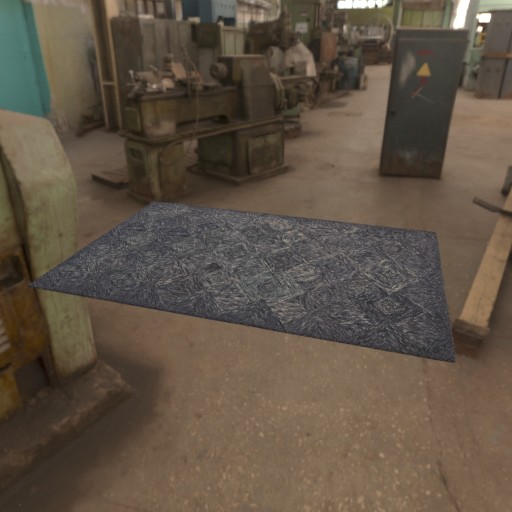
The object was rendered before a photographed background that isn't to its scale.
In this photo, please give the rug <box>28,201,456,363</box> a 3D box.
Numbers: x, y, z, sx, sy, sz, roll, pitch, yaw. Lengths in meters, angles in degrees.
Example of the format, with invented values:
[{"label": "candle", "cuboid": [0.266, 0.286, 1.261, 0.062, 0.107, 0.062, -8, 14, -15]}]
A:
[{"label": "rug", "cuboid": [0.000, 0.000, 2.201, 1.754, 0.010, 1.139, 8, 28, 15]}]
